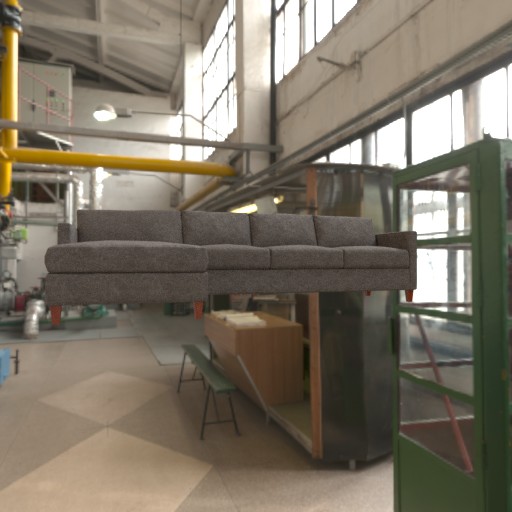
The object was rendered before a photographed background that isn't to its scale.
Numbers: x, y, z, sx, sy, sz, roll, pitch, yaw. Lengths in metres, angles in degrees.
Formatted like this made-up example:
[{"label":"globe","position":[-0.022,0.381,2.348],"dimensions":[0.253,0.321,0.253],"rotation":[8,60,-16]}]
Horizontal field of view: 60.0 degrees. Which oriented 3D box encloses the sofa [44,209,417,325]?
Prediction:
[{"label":"sofa","position":[0.000,0.000,4.227],"dimensions":[3.471,0.954,1.606],"rotation":[0,0,-17]}]
